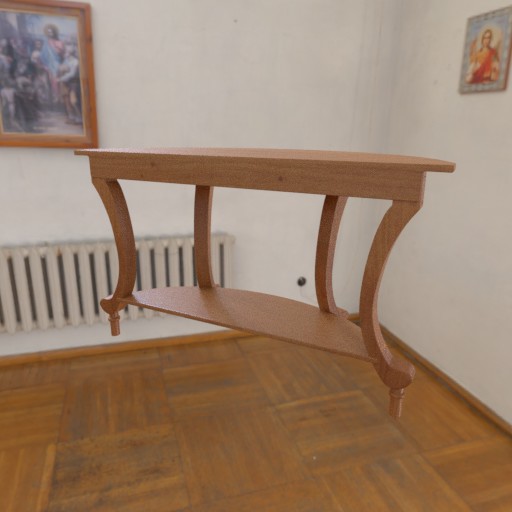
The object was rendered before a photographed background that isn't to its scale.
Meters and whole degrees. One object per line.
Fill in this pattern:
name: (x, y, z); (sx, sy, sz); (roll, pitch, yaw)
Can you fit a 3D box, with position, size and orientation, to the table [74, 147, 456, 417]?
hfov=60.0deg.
table: (0.000, 0.000, 1.513); (1.198, 0.692, 0.394); (9, 19, 26)
